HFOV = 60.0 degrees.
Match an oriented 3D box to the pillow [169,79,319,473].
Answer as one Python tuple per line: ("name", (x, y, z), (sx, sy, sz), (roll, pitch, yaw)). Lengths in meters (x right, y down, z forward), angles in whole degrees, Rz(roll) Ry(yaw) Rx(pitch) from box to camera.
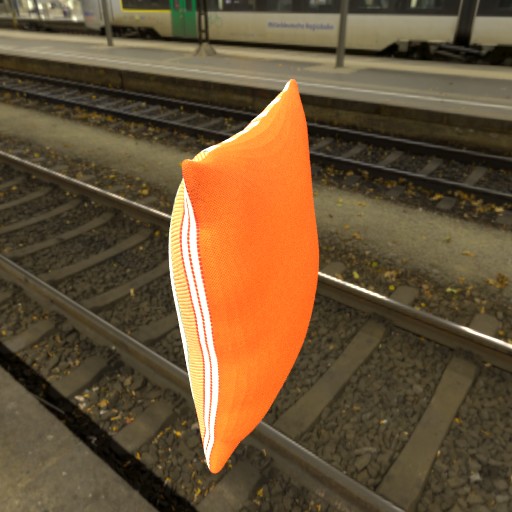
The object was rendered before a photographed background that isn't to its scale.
("pillow", (0.000, 0.000, 0.664), (0.182, 0.441, 0.440), (9, 31, 14))
